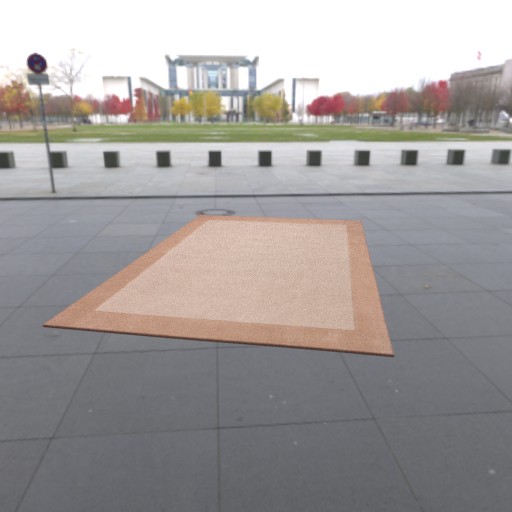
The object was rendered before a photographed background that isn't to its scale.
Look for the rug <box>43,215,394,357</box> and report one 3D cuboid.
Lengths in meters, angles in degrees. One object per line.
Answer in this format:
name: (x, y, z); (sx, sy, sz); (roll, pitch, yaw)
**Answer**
rug: (0.000, 0.000, 3.007); (1.524, 0.014, 2.438); (3, 17, 9)
